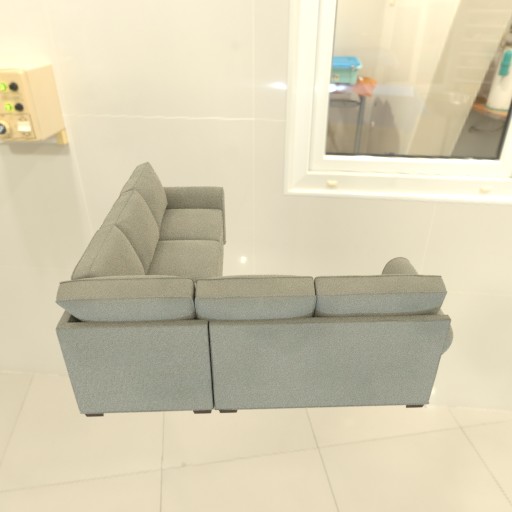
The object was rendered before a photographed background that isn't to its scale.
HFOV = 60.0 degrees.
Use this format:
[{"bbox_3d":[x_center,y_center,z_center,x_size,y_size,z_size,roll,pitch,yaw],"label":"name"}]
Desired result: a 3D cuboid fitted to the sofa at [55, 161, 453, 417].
[{"bbox_3d":[0.000,0.000,3.903,2.487,1.053,2.562,-1,30,-2],"label":"sofa"}]
